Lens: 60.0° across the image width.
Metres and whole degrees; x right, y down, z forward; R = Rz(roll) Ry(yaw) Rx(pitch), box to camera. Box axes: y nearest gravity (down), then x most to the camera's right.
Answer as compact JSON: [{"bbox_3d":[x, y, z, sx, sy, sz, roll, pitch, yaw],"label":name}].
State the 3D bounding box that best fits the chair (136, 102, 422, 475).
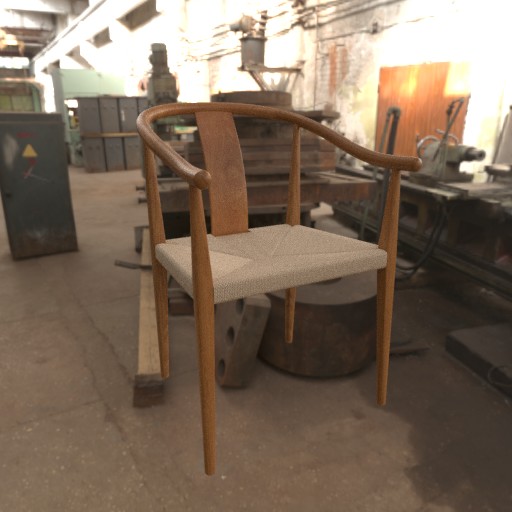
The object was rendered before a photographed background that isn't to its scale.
[{"bbox_3d":[0.000,0.000,1.200,0.556,0.800,0.579,-9,20,-28],"label":"chair"}]
